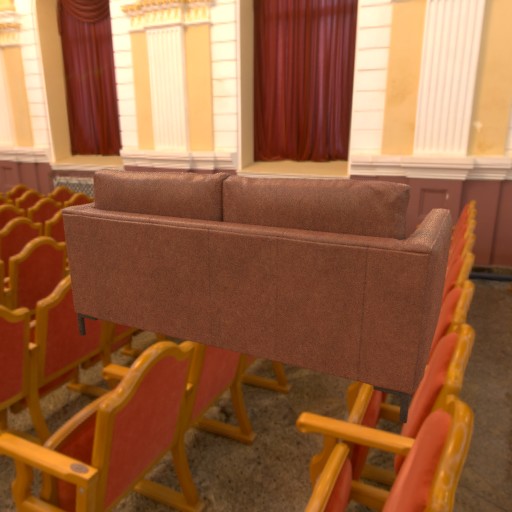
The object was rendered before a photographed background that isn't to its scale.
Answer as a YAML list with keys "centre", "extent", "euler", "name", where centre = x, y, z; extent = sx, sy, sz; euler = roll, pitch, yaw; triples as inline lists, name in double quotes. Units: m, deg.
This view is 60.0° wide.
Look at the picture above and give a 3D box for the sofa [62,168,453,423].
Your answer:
- centre: [0.000, 0.000, 2.283]
  extent: [1.797, 0.883, 0.899]
  euler: [8, 17, 25]
  name: "sofa"
